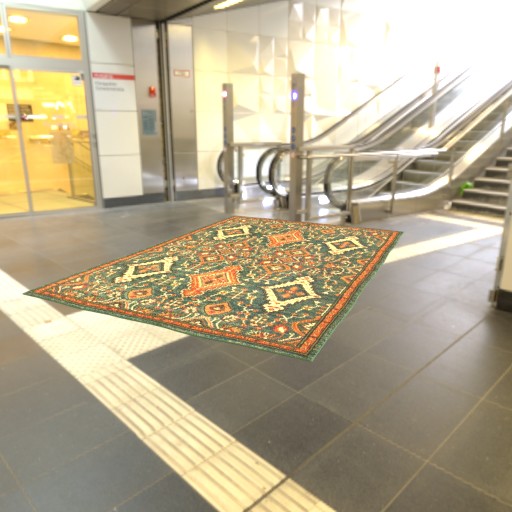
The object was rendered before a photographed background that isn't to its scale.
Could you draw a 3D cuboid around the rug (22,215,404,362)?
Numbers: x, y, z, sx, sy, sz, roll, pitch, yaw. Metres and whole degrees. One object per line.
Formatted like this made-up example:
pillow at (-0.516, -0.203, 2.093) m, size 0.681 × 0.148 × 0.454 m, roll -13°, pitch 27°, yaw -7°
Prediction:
rug at (0.000, 0.000, 3.014) m, size 1.622 × 0.009 × 2.373 m, roll 8°, pitch 18°, yaw 25°
